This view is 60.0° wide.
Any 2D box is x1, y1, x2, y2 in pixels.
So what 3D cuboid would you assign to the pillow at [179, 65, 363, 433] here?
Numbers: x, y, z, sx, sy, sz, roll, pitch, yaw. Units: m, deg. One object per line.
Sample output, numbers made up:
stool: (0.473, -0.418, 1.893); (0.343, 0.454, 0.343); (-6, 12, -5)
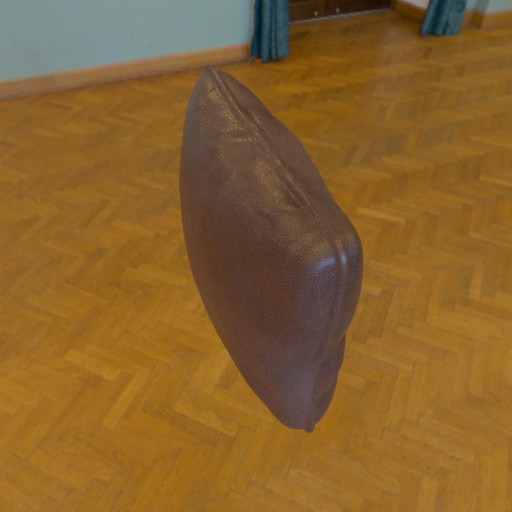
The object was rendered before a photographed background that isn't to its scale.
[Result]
pillow: (0.000, 0.000, 0.827); (0.236, 0.523, 0.532); (-16, 49, -15)
